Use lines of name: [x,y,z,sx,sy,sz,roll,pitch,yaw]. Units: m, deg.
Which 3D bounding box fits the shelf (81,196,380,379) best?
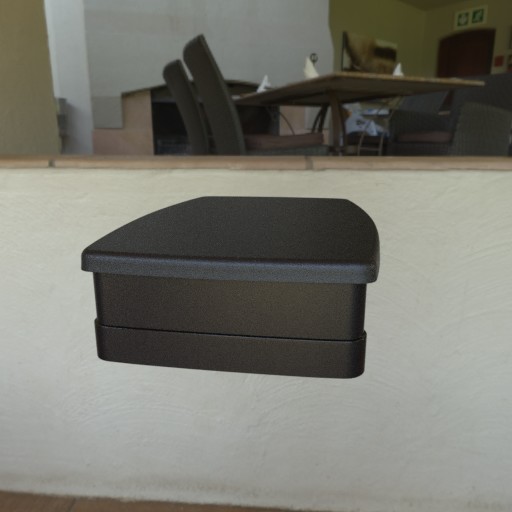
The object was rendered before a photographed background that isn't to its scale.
shelf: [0.000,0.000,0.547,0.280,0.100,0.410,2,14,8]
